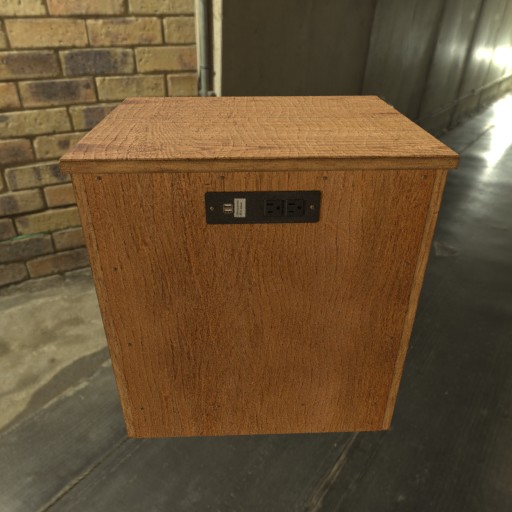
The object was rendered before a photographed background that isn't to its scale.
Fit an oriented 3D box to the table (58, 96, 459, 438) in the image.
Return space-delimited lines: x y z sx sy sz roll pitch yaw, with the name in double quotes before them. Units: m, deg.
"table" 0.000 0.000 1.028 0.601 0.625 0.494 -1 30 -2
